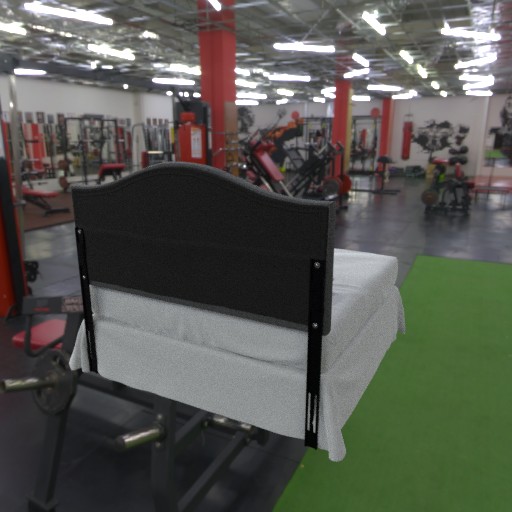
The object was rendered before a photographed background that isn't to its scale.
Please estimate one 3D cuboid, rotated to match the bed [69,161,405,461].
[{"bbox_3d":[0.000,0.000,3.767,2.314,1.651,2.219,8,17,28],"label":"bed"}]
